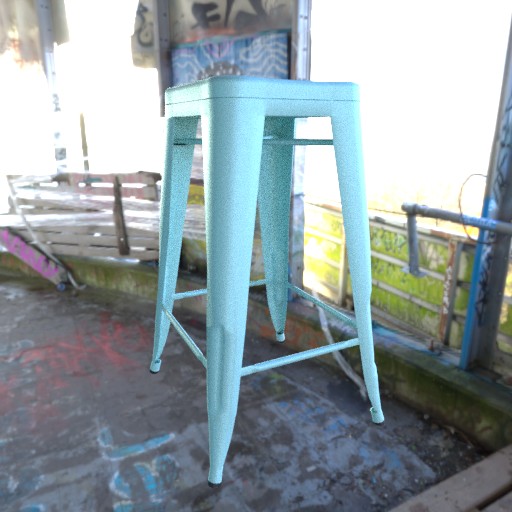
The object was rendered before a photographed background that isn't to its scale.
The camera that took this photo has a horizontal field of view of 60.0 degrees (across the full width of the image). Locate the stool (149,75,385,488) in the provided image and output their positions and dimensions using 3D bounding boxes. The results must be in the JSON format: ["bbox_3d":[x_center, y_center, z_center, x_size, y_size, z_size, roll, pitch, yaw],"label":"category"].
[{"bbox_3d":[0.000,0.000,0.846,0.359,0.609,0.399,-8,18,-26],"label":"stool"}]
